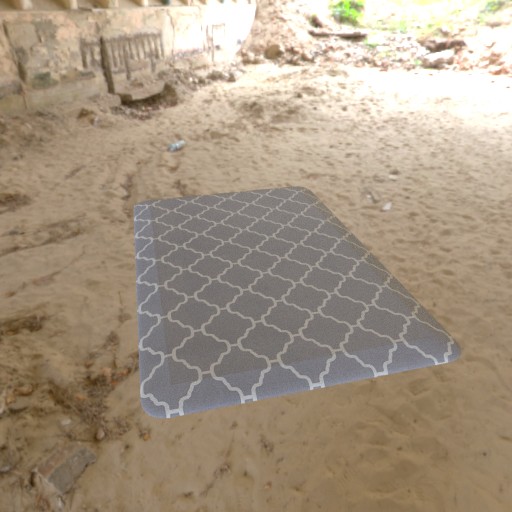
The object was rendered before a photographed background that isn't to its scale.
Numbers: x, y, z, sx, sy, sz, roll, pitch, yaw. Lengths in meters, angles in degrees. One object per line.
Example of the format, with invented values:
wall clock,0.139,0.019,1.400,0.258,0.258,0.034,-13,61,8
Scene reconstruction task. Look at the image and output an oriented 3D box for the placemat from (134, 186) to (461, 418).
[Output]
placemat,0.000,0.000,0.960,0.508,0.021,0.762,-7,31,-12
